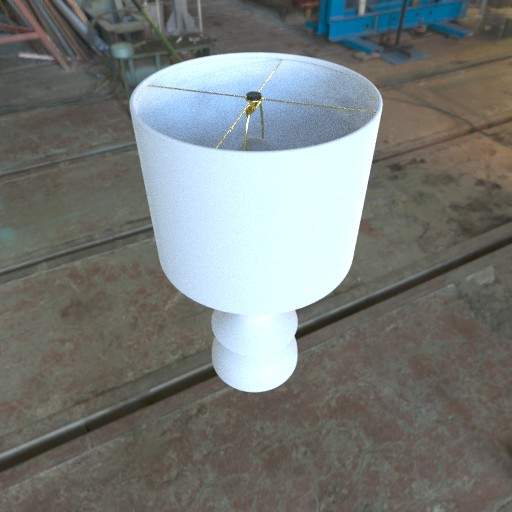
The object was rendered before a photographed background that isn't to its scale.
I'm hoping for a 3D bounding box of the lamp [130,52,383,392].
[{"bbox_3d":[0.000,0.000,0.715,0.301,0.533,0.301,11,43,12],"label":"lamp"}]
